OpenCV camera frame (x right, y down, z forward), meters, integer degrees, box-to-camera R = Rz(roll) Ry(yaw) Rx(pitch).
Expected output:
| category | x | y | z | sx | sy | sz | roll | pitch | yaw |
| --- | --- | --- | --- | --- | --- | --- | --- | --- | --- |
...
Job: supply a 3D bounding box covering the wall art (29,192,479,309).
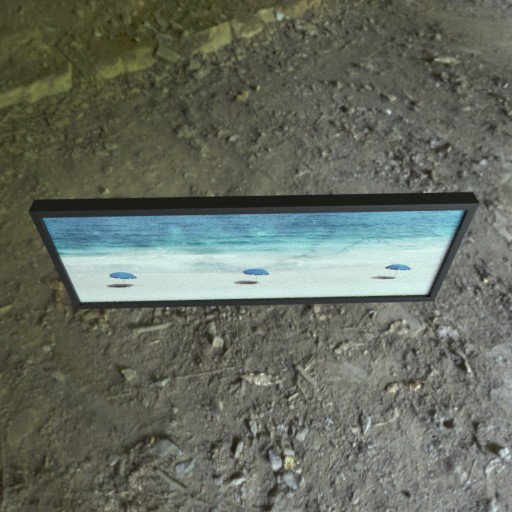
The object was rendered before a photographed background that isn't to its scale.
| category | x | y | z | sx | sy | sz | roll | pitch | yaw |
| --- | --- | --- | --- | --- | --- | --- | --- | --- | --- |
| wall art | 0.000 | 0.000 | 0.966 | 0.860 | 0.303 | 0.037 | -1 | 46 | -1 |
